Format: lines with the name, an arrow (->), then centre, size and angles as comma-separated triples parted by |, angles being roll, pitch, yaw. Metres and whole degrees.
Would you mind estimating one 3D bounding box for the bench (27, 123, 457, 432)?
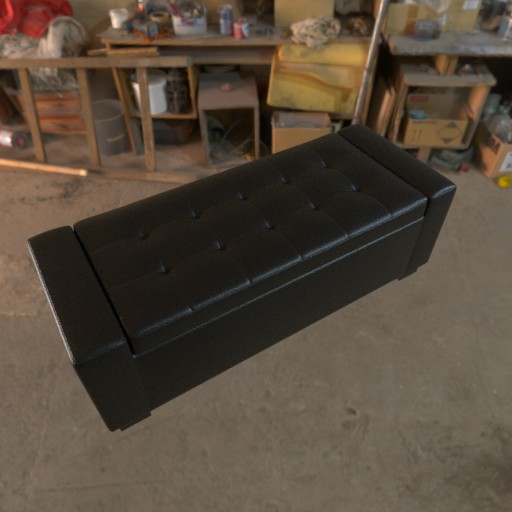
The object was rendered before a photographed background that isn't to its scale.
bench -> 0.000, 0.000, 1.540 | 1.296, 0.445, 0.508 | -24, 50, -22
